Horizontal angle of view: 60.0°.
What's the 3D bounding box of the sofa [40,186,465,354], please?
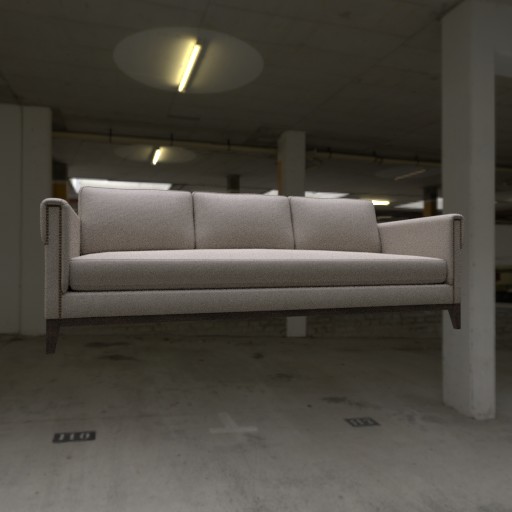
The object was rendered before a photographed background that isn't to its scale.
[{"bbox_3d":[0.000,0.000,2.639,2.210,0.838,0.959,0,0,-18],"label":"sofa"}]
